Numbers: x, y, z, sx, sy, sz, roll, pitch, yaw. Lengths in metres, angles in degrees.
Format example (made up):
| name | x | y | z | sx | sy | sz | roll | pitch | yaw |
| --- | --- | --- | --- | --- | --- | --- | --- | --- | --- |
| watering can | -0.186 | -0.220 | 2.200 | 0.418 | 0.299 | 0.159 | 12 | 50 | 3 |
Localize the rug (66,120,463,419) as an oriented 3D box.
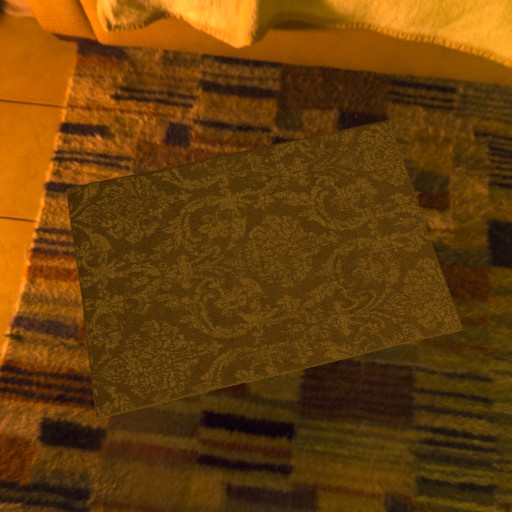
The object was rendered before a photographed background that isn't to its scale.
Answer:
| name | x | y | z | sx | sy | sz | roll | pitch | yaw |
| --- | --- | --- | --- | --- | --- | --- | --- | --- | --- |
| rug | 0.000 | 0.000 | 2.292 | 1.824 | 0.012 | 1.206 | -13 | 75 | -3 |
